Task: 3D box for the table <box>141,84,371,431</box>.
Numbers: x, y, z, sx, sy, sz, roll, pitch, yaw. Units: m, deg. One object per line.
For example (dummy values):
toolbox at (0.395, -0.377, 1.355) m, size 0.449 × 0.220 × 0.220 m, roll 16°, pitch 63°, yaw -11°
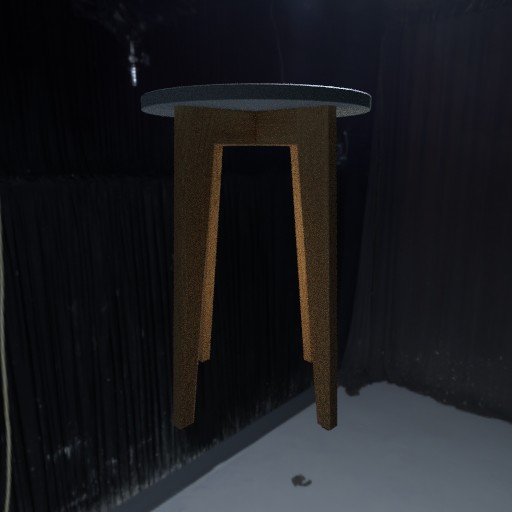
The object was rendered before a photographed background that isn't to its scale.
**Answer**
table at (0.000, 0.000, 0.751) m, size 0.350 × 0.500 × 0.350 m, roll 0°, pitch 13°, yaw 0°
